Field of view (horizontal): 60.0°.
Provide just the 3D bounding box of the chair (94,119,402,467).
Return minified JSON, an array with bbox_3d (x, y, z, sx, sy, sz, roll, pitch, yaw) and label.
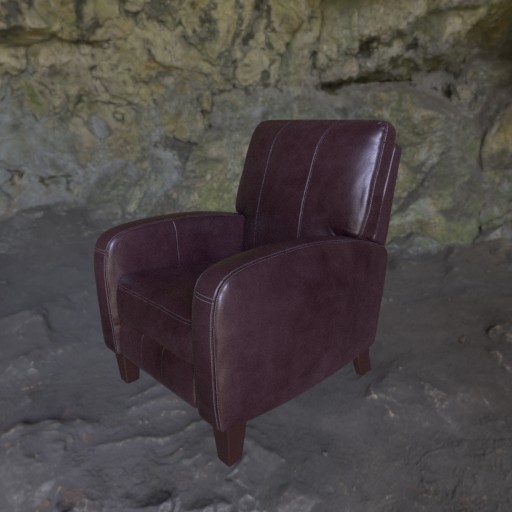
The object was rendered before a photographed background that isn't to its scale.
[{"bbox_3d":[0.000,0.000,1.683,0.990,0.990,0.762,-16,23,-42],"label":"chair"}]
